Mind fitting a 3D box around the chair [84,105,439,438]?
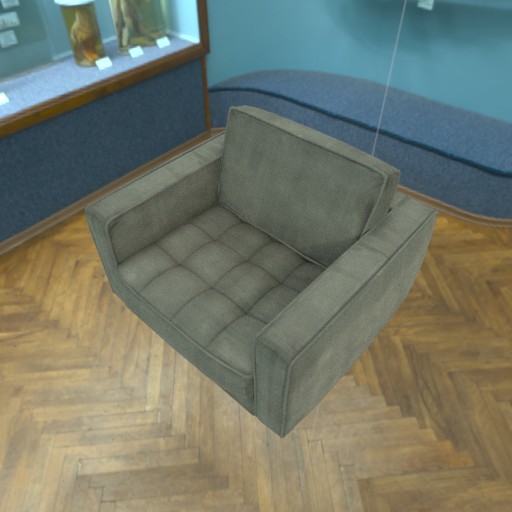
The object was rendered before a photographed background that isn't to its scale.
[{"bbox_3d":[0.000,0.000,1.578,0.928,0.773,0.843,33,54,28],"label":"chair"}]
